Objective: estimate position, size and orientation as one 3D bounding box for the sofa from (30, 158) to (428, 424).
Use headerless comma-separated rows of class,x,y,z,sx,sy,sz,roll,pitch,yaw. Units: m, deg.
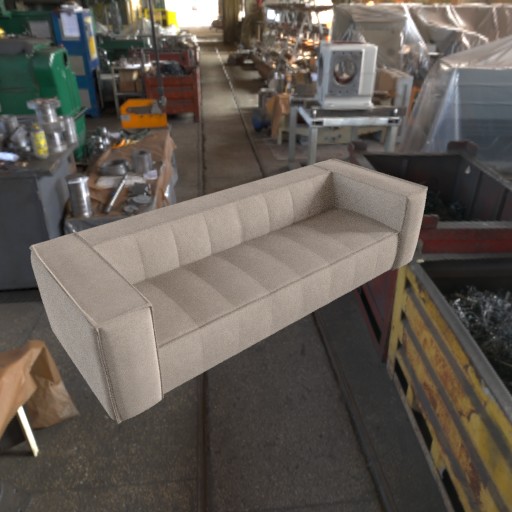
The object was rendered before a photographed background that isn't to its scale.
sofa,0.000,0.000,3.149,2.697,0.680,1.038,-22,37,-34
